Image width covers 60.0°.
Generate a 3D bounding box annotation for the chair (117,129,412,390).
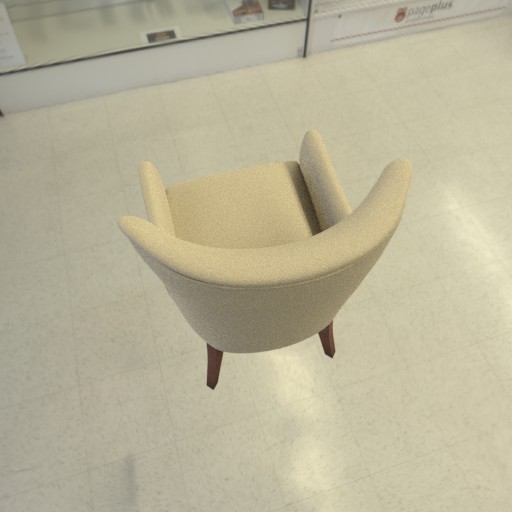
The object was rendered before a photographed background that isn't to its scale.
[{"bbox_3d":[0.000,0.000,1.414,0.660,0.952,0.686,-13,59,-8],"label":"chair"}]
